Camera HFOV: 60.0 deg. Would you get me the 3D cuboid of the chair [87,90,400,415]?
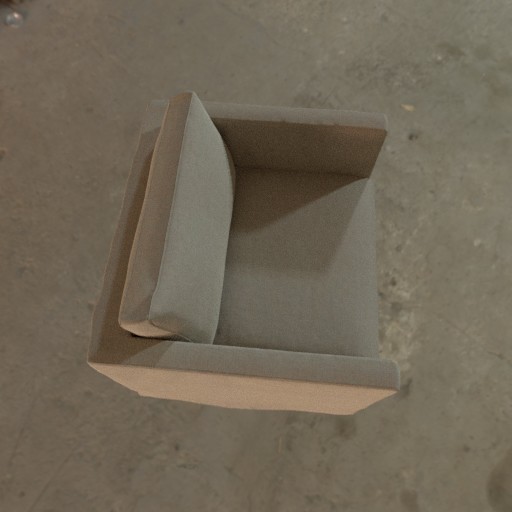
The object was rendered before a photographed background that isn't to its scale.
[{"bbox_3d":[0.000,0.000,1.725,0.949,0.863,1.057,5,65,2],"label":"chair"}]
